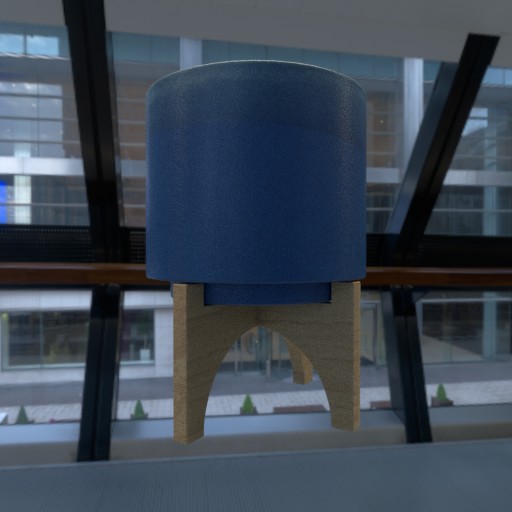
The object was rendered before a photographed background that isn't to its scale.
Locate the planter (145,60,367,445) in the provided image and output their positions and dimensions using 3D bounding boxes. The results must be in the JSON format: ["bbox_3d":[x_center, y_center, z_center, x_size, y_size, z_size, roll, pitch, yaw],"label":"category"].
[{"bbox_3d":[0.000,0.000,0.542,0.261,0.367,0.261,0,1,0],"label":"planter"}]
